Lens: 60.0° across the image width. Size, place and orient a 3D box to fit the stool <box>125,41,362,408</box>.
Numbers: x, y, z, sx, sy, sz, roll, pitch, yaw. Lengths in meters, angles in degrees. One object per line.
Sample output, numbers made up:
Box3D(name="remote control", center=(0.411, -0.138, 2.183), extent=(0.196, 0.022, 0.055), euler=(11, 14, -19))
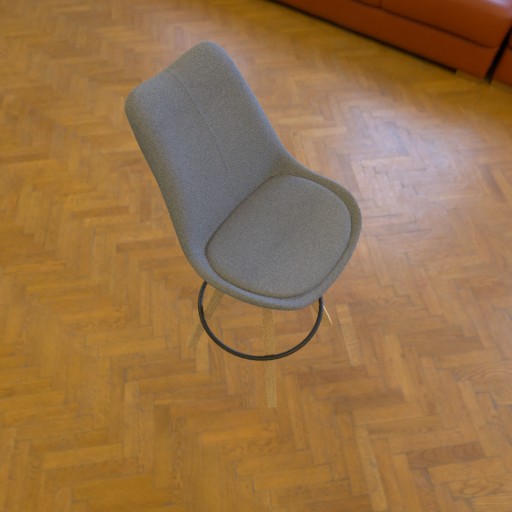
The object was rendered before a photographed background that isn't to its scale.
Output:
Box3D(name="stool", center=(0.000, 0.000, 1.395), extent=(0.550, 1.115, 0.485), euler=(31, 62, 19))
